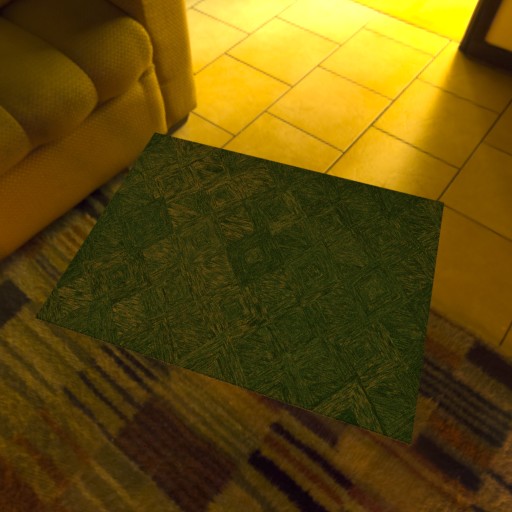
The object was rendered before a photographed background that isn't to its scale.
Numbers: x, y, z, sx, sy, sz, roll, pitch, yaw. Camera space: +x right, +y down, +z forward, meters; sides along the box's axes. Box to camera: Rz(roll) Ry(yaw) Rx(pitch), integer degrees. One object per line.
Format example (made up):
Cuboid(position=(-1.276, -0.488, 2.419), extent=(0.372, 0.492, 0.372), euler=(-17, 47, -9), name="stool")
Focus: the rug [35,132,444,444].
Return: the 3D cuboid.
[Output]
Cuboid(position=(0.000, 0.000, 4.154), extent=(3.217, 0.027, 2.405), euler=(16, 59, 10), name="rug")
